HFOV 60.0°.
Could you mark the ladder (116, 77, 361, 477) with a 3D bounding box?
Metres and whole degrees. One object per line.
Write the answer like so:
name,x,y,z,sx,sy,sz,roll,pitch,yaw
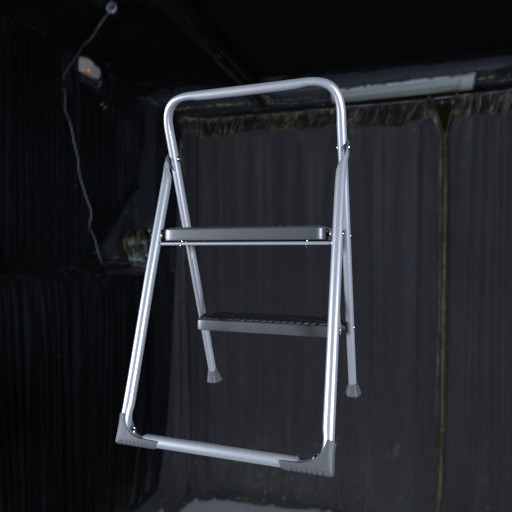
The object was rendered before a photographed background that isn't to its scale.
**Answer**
ladder,0.000,0.000,1.000,0.430,0.720,0.472,0,1,18
